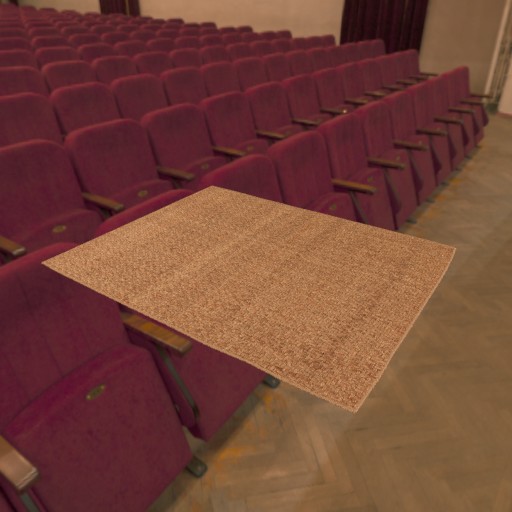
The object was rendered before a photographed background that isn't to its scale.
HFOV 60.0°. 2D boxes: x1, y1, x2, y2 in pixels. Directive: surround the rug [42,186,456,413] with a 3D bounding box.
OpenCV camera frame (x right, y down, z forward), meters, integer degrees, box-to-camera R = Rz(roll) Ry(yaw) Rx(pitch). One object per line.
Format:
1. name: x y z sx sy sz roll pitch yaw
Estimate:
1. rug: 0.000 0.000 4.105 3.048 0.013 2.439 19 34 30
